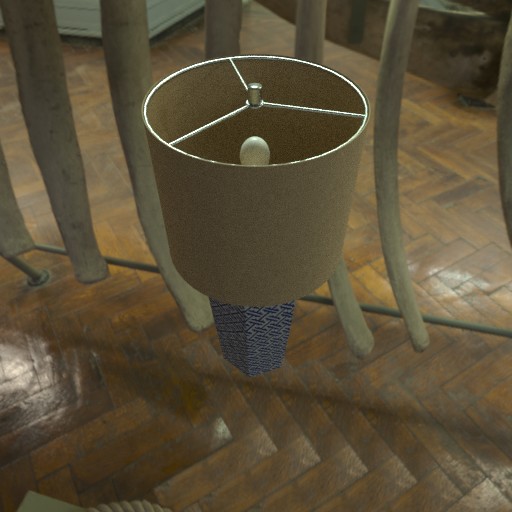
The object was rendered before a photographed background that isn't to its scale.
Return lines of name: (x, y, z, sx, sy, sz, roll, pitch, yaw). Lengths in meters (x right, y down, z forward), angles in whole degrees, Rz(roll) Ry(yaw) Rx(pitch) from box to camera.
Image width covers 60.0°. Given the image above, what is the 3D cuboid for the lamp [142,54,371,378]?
lamp: (0.000, 0.000, 0.861, 0.320, 0.682, 0.320, 11, 47, 10)
